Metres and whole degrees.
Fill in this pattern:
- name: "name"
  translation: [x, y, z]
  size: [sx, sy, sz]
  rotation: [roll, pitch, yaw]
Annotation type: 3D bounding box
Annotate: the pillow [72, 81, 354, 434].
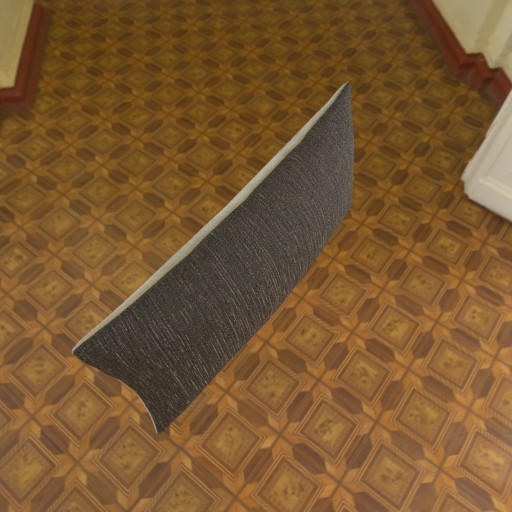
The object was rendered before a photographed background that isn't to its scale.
- name: "pillow"
  translation: [0.000, 0.000, 0.746]
  size: [0.156, 0.305, 0.608]
  rotation: [33, 63, 19]
